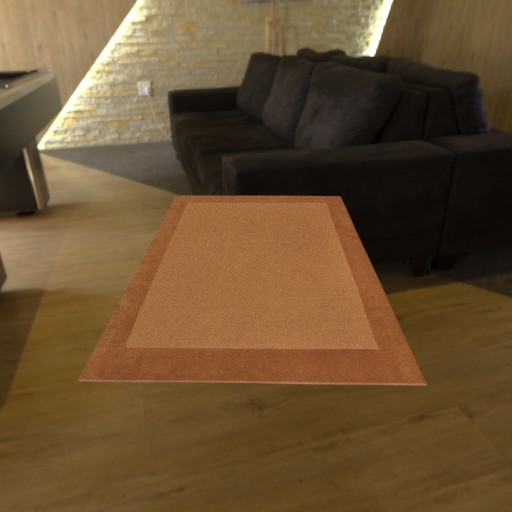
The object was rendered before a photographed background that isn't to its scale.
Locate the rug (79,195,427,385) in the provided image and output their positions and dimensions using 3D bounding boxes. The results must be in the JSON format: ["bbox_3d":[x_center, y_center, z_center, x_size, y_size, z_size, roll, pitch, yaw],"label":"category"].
[{"bbox_3d":[0.000,0.000,3.018,1.524,0.014,2.438,0,27,1],"label":"rug"}]
